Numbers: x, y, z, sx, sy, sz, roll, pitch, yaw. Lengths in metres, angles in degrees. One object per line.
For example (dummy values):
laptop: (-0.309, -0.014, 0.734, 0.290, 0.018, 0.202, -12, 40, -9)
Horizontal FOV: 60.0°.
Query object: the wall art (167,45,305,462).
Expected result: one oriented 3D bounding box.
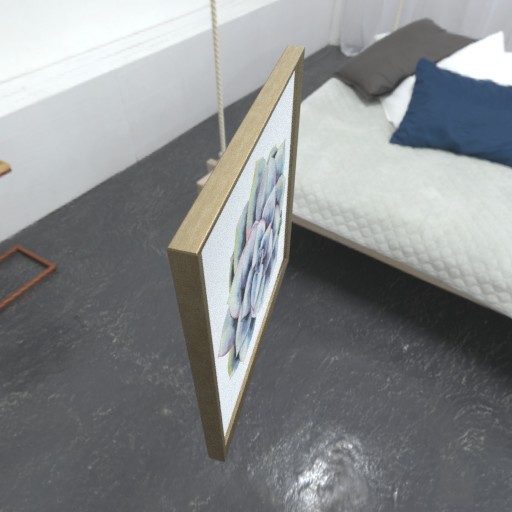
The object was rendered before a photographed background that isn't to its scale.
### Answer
wall art: (0.000, 0.000, 0.749, 0.030, 0.506, 0.503, 11, 47, 11)
